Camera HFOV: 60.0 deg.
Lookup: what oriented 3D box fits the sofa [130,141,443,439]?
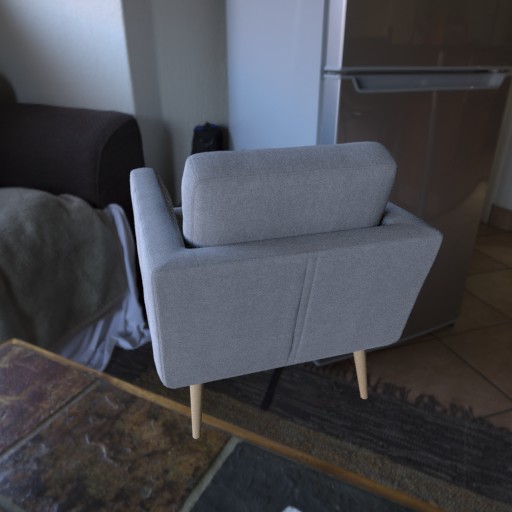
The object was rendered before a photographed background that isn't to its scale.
[{"bbox_3d":[0.000,0.000,1.519,0.770,0.860,0.920,-7,27,-15],"label":"sofa"}]
